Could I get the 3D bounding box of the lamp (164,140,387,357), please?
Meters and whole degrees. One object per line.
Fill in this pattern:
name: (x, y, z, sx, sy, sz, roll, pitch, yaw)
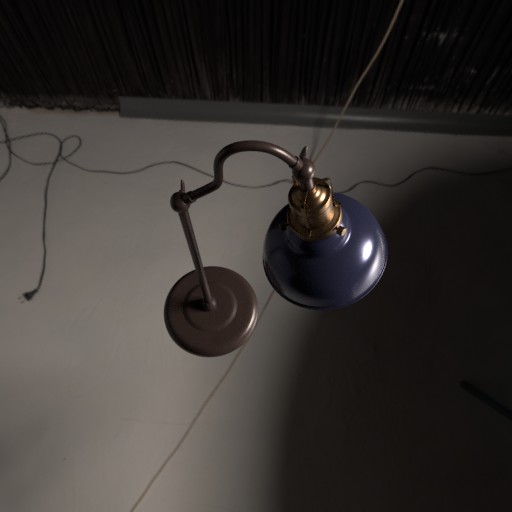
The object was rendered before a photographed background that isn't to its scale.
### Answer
lamp: (0.000, 0.000, 0.674, 0.374, 0.508, 0.192, 2, 63, 1)
